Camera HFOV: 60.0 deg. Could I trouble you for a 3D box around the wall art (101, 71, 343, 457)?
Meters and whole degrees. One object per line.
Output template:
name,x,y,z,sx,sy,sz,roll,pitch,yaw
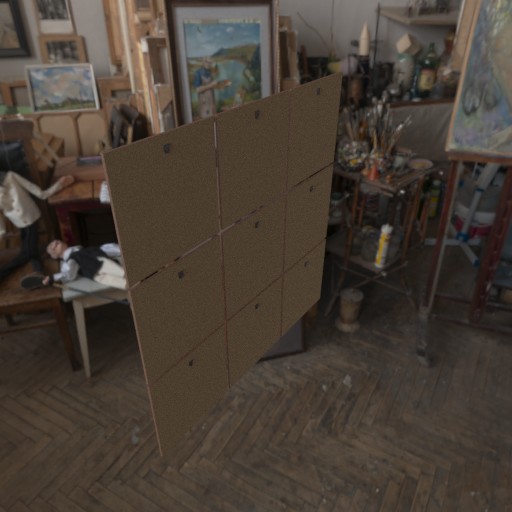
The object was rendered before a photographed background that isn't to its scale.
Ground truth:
wall art,0.000,0.000,2.256,0.019,1.532,1.533,22,39,30
